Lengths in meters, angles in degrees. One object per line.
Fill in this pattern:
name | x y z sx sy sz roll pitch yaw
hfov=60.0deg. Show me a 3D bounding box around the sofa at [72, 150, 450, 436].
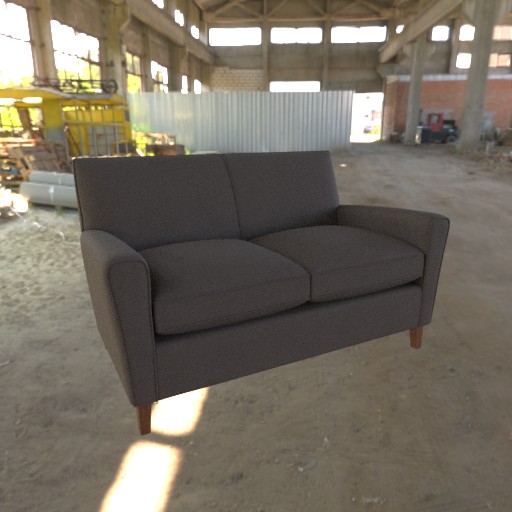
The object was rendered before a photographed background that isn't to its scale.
sofa | 0.000 0.000 1.967 1.420 0.846 0.871 -9 18 -27
